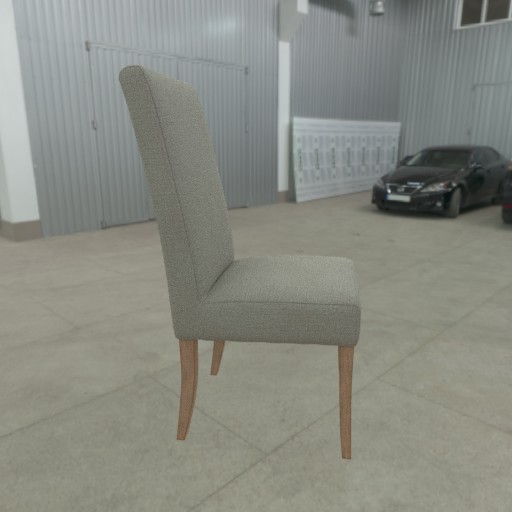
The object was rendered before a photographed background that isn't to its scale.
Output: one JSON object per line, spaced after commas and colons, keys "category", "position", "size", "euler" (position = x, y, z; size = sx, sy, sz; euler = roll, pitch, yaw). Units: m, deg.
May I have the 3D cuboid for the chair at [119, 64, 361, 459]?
{"category": "chair", "position": [0.000, 0.000, 1.342], "size": [0.611, 1.033, 0.450], "euler": [2, 15, 9]}
